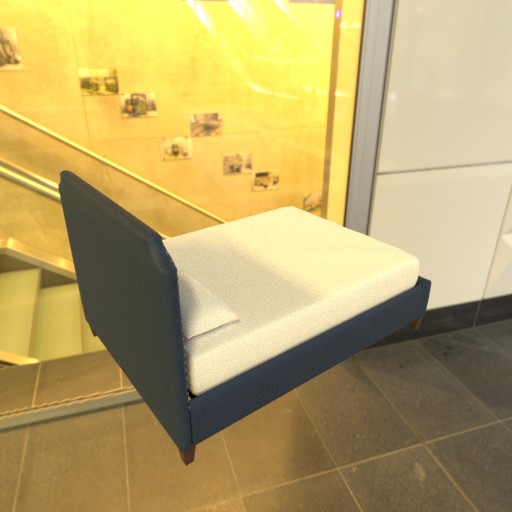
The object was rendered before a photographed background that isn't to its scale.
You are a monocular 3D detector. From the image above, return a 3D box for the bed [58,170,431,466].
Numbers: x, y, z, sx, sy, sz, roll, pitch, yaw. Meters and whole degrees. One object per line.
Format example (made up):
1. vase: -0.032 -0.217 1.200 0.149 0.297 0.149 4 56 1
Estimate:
1. bed: 0.000 0.000 3.478 2.372 1.443 1.712 -18 32 -33
